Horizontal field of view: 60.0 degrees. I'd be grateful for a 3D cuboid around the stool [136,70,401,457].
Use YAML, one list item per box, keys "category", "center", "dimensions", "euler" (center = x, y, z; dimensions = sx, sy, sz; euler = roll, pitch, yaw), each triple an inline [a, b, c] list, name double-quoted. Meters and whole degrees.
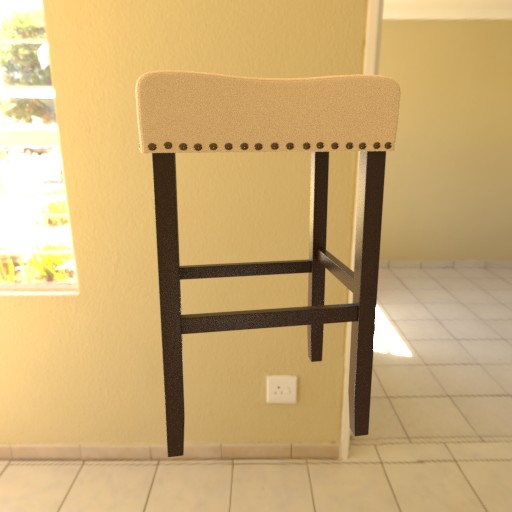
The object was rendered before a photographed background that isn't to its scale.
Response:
- category: "stool"
  center: [0.000, 0.000, 1.041]
  dimensions: [0.471, 0.762, 0.401]
  euler: [-3, 16, -9]
